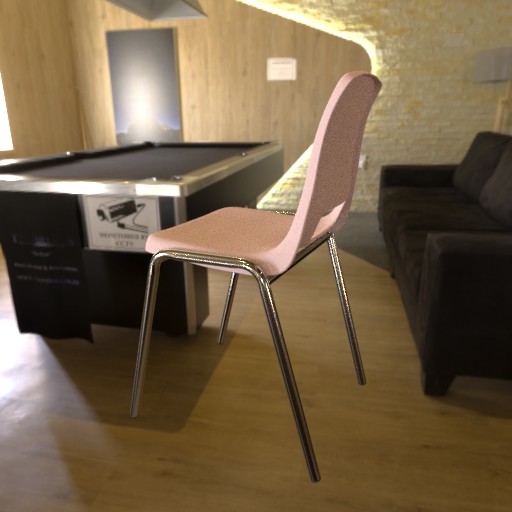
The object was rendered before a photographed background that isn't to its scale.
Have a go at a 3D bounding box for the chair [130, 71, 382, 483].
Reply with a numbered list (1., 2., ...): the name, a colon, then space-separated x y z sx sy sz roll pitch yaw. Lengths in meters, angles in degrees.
1. chair: 0.000 0.000 0.932 0.436 0.704 0.381 9 20 26
